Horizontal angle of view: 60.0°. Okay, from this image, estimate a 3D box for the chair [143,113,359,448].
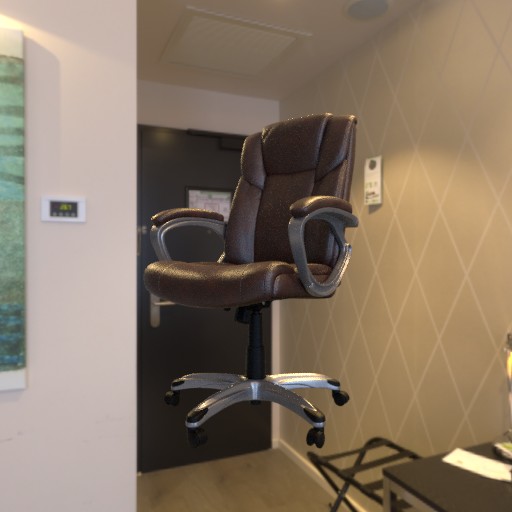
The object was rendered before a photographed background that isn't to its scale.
[{"bbox_3d":[0.000,0.000,1.587,0.656,1.128,0.692,0,0,36],"label":"chair"}]
